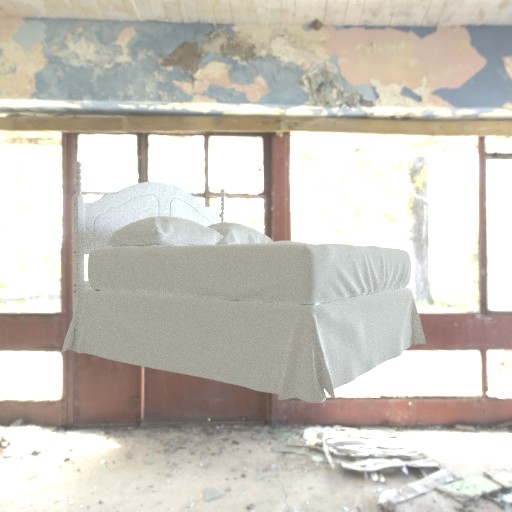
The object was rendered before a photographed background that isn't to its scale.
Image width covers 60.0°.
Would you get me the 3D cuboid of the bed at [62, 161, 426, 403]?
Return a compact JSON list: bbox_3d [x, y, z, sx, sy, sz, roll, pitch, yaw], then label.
[{"bbox_3d":[0.000,0.000,3.250,2.040,1.356,1.873,0,0,36],"label":"bed"}]
